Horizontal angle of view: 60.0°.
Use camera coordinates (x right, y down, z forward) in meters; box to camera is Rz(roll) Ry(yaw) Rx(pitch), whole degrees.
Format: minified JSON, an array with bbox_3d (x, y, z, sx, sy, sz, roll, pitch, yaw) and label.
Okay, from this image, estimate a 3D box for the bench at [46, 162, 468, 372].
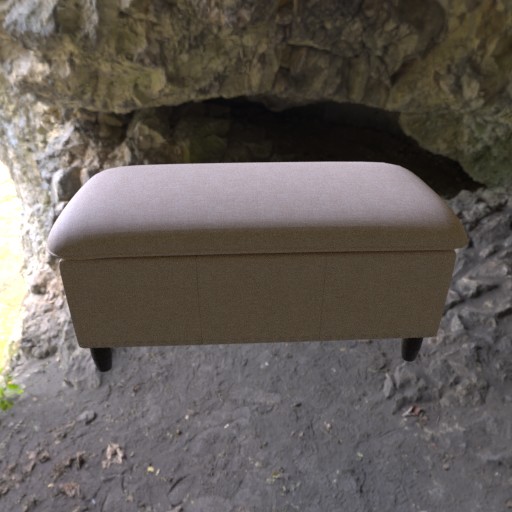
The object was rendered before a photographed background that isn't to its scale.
[{"bbox_3d":[0.000,0.000,1.267,0.991,0.483,0.483,-1,29,-2],"label":"bench"}]
